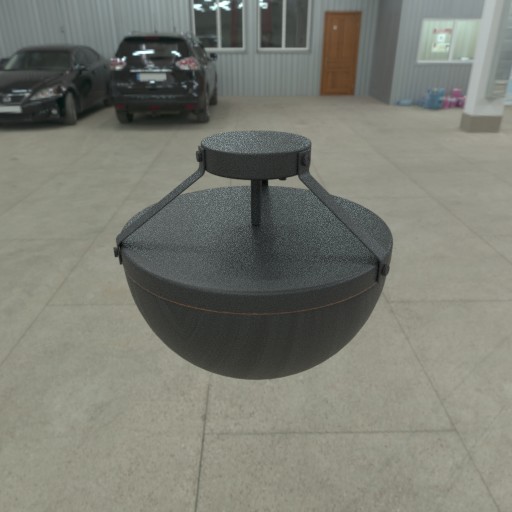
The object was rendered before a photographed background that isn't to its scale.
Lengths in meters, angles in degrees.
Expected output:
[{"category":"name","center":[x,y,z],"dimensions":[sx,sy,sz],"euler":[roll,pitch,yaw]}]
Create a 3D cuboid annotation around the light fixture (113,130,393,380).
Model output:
[{"category":"light fixture","center":[0.000,0.000,0.524],"dimensions":[0.304,0.269,0.304],"euler":[0,26,0]}]
